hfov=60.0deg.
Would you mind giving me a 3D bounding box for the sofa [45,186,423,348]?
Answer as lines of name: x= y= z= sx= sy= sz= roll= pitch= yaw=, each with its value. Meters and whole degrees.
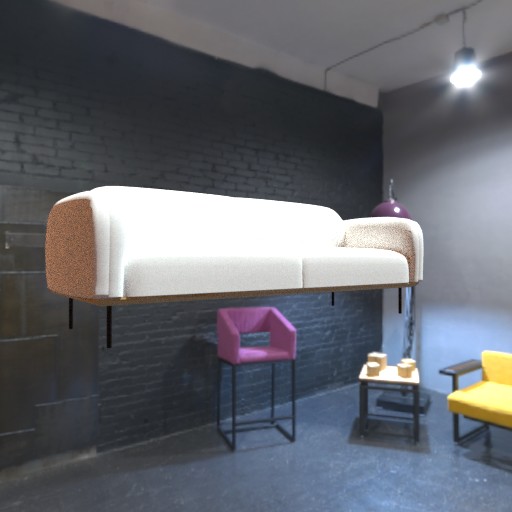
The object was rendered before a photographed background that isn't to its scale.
sofa: x=0.000 y=0.000 z=2.687 sx=2.280 sy=0.780 sz=0.870 roll=0 pitch=-1 yaw=-36
